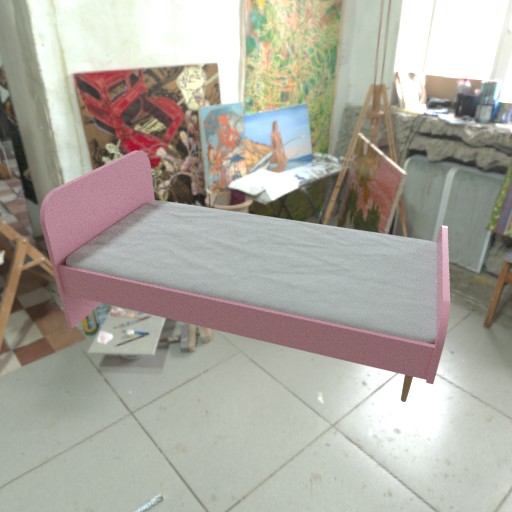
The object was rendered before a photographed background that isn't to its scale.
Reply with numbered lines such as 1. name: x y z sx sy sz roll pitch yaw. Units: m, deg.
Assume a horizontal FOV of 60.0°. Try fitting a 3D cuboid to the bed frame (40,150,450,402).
1. bed frame: 0.000 0.000 2.497 1.963 0.805 0.998 10 31 17
